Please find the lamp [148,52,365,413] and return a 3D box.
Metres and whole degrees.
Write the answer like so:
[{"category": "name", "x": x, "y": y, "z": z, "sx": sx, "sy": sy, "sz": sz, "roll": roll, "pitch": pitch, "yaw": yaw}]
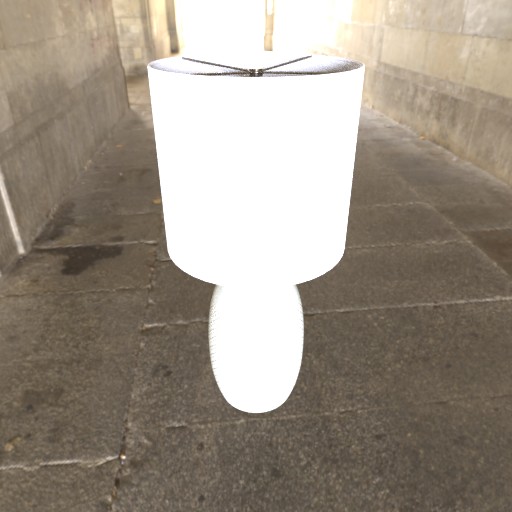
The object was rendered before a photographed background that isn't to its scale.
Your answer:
[{"category": "lamp", "x": 0.000, "y": 0.000, "z": 0.563, "sx": 0.217, "sy": 0.453, "sz": 0.217, "roll": 22, "pitch": 36, "yaw": 33}]
